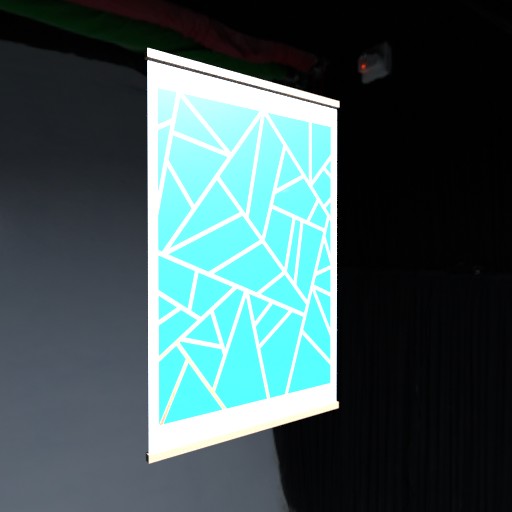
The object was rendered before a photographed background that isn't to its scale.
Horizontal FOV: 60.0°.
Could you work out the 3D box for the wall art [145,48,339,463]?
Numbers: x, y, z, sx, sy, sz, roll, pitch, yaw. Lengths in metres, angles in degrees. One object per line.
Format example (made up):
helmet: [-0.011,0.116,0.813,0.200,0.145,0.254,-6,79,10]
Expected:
wall art: [0.000,0.000,1.921,0.990,1.519,0.030,-1,1,-36]
